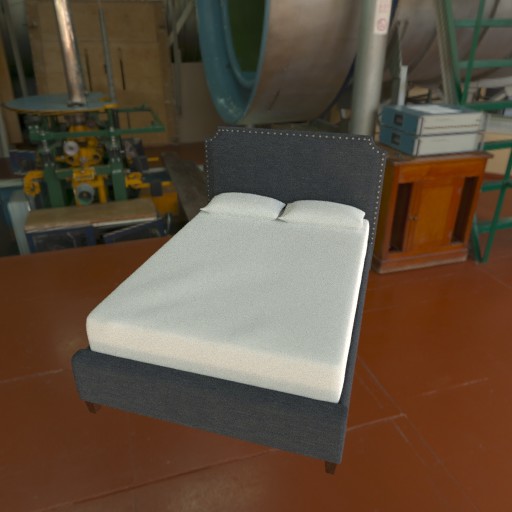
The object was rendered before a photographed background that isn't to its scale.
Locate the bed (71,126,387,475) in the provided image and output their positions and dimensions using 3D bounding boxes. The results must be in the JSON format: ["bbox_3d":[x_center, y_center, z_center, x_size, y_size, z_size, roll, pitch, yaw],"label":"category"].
[{"bbox_3d":[0.000,0.000,3.391,1.713,1.443,2.372,8,28,15],"label":"bed"}]
